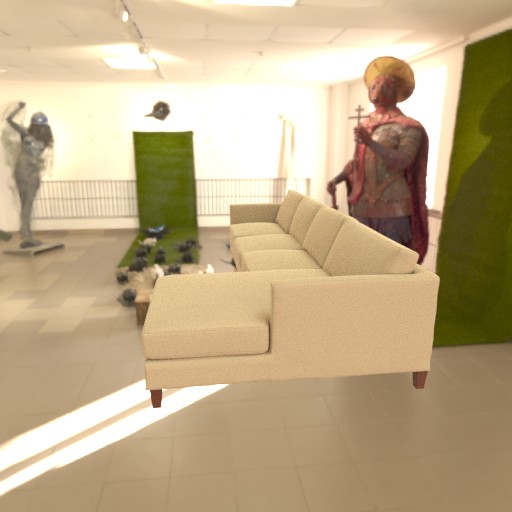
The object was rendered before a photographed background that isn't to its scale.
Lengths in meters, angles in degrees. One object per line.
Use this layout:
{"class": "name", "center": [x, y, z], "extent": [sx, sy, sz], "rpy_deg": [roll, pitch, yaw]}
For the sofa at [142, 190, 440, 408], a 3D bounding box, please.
{"class": "sofa", "center": [0.000, 0.000, 3.881], "extent": [1.625, 0.861, 3.186], "rpy_deg": [-2, 14, -7]}
